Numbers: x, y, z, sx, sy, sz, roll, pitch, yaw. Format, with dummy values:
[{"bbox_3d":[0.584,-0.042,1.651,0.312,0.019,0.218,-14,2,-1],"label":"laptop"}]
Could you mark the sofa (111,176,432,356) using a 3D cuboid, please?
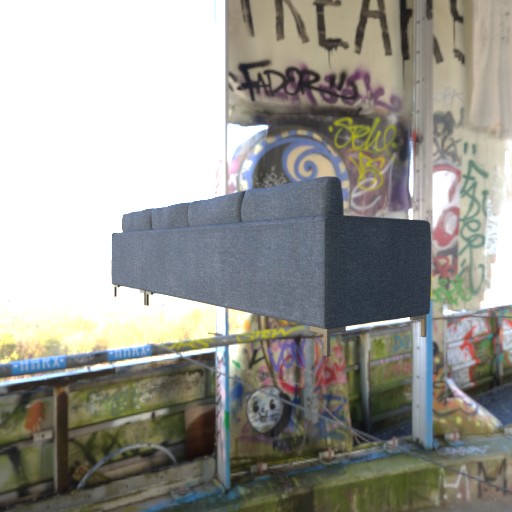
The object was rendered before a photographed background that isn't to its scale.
[{"bbox_3d":[0.000,0.000,3.443,1.350,0.810,2.932,-1,1,-36],"label":"sofa"}]
